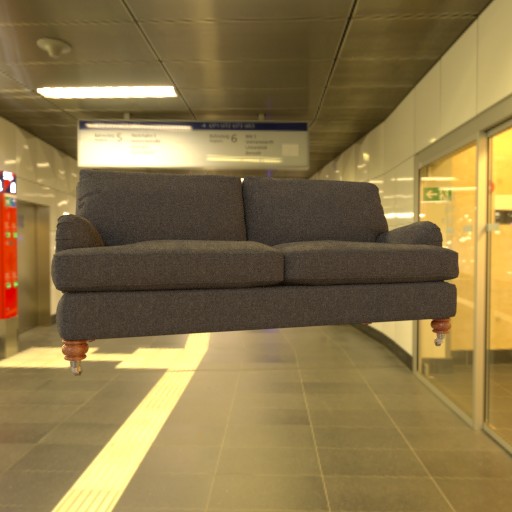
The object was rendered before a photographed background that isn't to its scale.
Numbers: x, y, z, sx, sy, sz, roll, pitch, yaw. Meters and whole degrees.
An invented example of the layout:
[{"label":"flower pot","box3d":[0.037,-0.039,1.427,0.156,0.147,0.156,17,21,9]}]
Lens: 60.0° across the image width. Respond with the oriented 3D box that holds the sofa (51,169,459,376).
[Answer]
[{"label":"sofa","box3d":[0.000,0.000,2.676,2.160,1.054,1.087,0,1,-18]}]
